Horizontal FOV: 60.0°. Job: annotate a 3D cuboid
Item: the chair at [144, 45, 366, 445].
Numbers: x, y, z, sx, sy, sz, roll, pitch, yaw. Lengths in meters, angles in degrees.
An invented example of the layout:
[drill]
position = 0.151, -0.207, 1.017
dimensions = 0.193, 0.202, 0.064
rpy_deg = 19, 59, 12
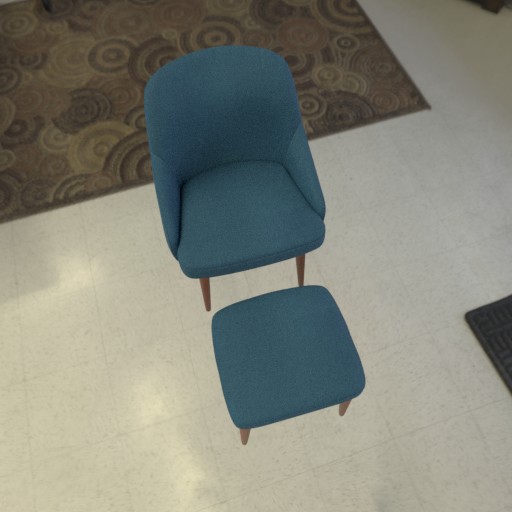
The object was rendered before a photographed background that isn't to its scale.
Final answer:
[chair]
position = 0.000, 0.000, 1.569
dimensions = 0.584, 0.866, 1.114
rpy_deg = -14, 64, -7
